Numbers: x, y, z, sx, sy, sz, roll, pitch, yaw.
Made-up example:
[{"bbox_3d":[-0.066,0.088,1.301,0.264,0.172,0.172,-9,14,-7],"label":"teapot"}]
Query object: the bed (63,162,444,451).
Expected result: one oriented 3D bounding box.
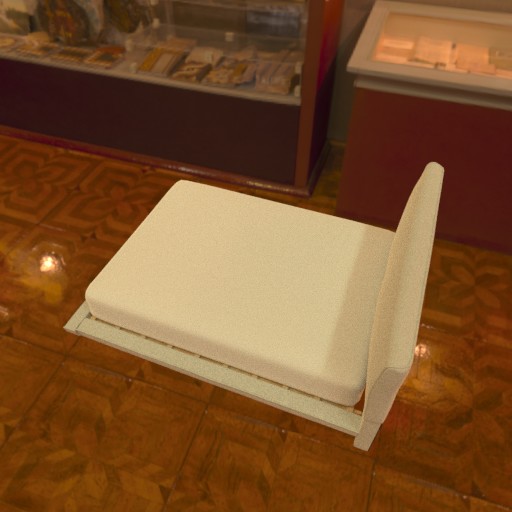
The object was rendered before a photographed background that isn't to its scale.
[{"bbox_3d":[0.000,0.000,3.354,2.368,1.067,1.840,16,48,14],"label":"bed"}]
